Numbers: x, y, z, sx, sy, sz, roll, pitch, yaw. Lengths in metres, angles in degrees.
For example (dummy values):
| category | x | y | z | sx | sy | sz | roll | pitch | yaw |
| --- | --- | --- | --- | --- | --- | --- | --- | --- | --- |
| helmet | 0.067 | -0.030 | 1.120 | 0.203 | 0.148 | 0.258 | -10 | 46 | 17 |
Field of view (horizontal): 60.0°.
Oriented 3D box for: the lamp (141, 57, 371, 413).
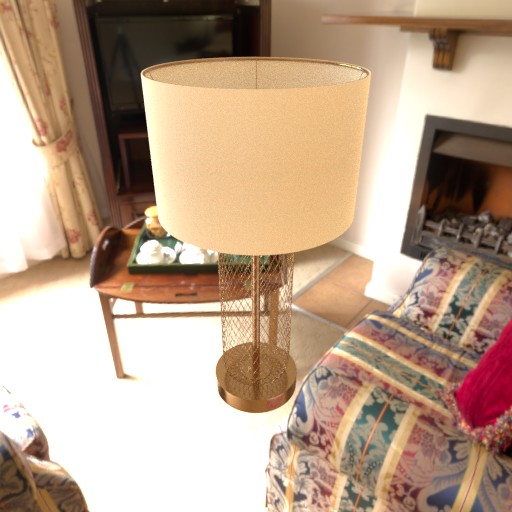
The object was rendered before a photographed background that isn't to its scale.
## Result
| category | x | y | z | sx | sy | sz | roll | pitch | yaw |
| --- | --- | --- | --- | --- | --- | --- | --- | --- | --- |
| lamp | 0.000 | 0.000 | 0.618 | 0.252 | 0.483 | 0.252 | 0 | 30 | 0 |
